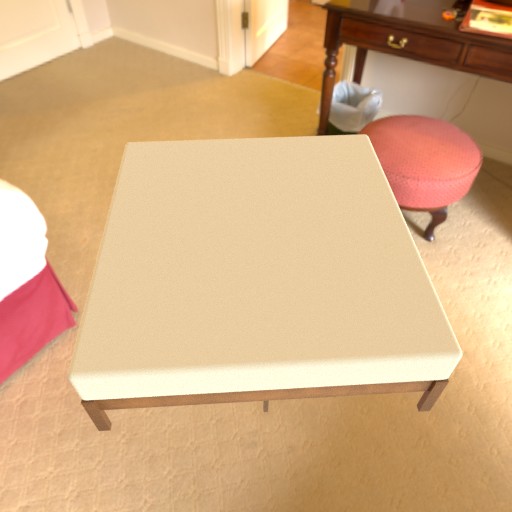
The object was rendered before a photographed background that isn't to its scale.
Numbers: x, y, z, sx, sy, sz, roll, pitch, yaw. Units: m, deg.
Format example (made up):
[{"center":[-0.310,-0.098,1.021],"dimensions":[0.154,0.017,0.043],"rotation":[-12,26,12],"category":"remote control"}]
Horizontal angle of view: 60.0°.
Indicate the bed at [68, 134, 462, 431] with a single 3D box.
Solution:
[{"center":[0.000,0.000,3.045],"dimensions":[1.930,0.616,2.049],"rotation":[-3,47,-2],"category":"bed"}]
